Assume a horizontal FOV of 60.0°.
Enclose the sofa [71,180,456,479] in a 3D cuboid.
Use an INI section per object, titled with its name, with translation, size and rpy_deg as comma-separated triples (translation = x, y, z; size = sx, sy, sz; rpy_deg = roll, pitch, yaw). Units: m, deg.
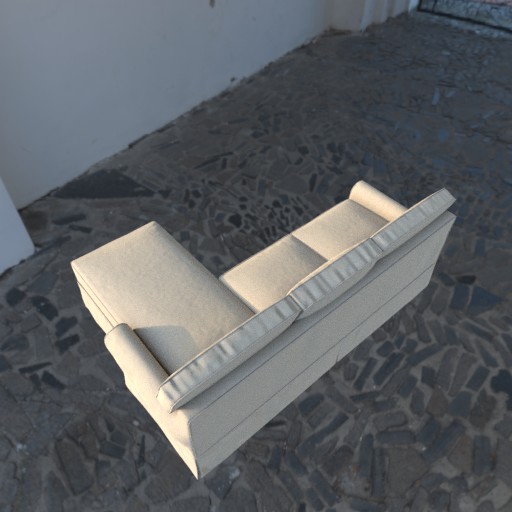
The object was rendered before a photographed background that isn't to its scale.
[sofa]
translation = 0.000, 0.000, 3.337
size = 2.475, 0.978, 1.733
rpy_deg = -31, 53, -27
